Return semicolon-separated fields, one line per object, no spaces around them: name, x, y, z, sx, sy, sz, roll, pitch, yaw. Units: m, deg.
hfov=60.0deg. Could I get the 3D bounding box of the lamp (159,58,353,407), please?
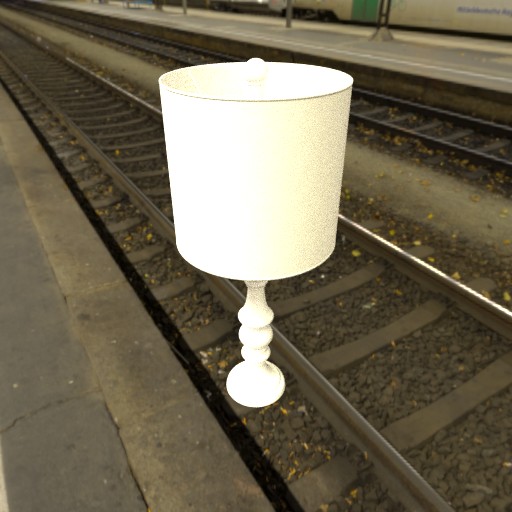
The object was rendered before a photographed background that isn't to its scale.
lamp;0.000;0.000;0.726;0.250;0.597;0.250;22;38;31
